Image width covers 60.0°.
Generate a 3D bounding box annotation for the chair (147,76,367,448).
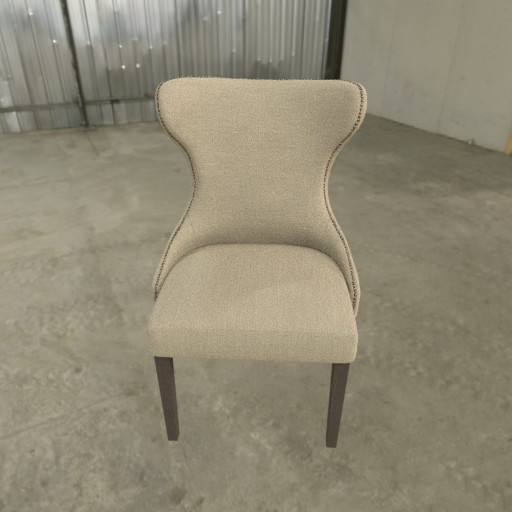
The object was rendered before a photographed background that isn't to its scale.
[{"bbox_3d":[0.000,0.000,1.365,0.628,0.967,0.635,1,31,2],"label":"chair"}]
